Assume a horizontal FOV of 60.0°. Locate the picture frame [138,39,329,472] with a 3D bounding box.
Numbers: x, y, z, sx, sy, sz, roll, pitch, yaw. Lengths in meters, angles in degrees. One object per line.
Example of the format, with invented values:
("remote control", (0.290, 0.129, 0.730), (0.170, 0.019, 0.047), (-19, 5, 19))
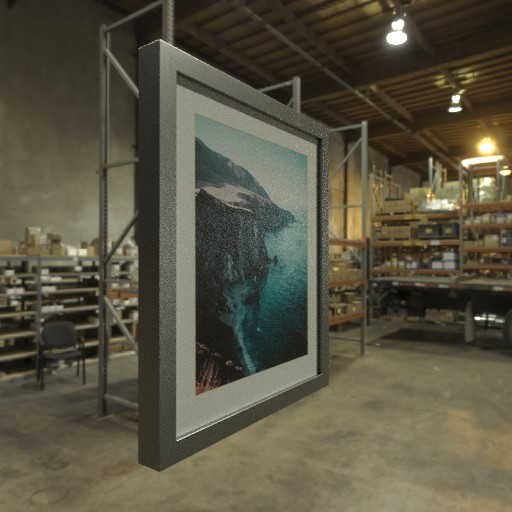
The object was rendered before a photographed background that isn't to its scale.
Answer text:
("picture frame", (0.000, 0.000, 1.351), (0.073, 0.968, 0.839), (0, 0, 36))
